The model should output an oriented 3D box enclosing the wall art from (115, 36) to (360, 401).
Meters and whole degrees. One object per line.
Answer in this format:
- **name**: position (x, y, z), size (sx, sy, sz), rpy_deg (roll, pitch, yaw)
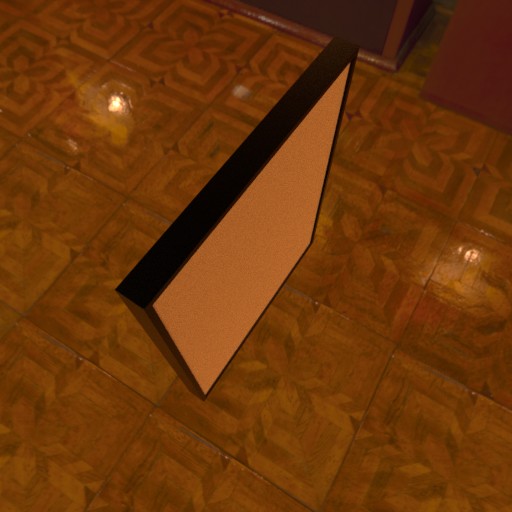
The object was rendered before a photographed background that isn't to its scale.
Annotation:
- **wall art**: position (0.000, 0.000, 0.764), size (0.039, 0.553, 0.451), rpy_deg (30, 67, 14)
